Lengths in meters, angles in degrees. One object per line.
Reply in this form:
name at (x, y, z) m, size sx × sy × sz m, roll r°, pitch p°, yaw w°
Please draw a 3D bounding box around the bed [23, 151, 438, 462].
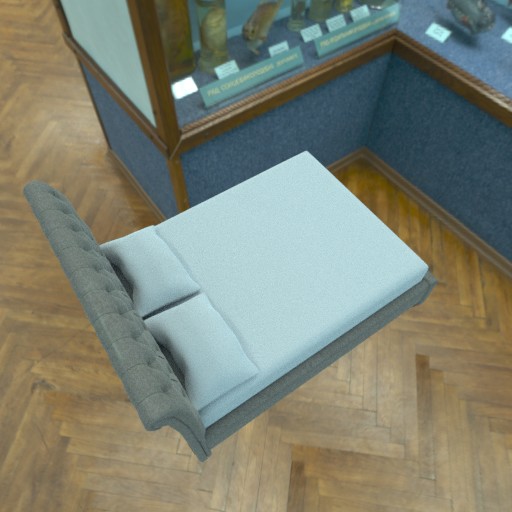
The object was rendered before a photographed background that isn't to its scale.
bed at (0.000, 0.000, 3.141) m, size 2.252 × 1.371 × 1.645 m, roll -30°, pitch 62°, yaw -18°
